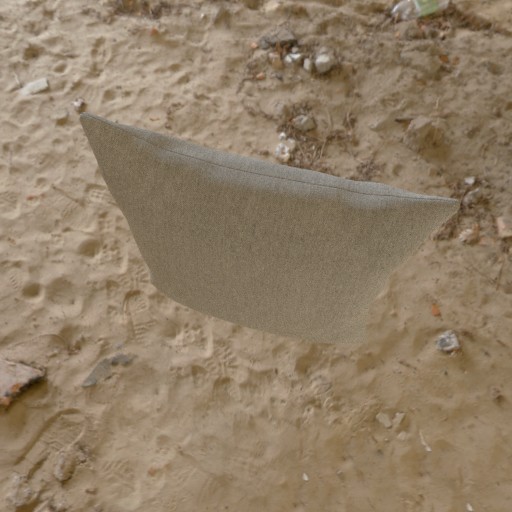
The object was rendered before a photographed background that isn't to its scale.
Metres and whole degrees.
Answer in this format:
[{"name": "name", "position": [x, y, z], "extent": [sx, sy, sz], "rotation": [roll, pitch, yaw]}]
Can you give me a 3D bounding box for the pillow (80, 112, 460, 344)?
[{"name": "pillow", "position": [0.000, 0.000, 0.671], "extent": [0.433, 0.436, 0.173], "rotation": [15, 64, 8]}]
